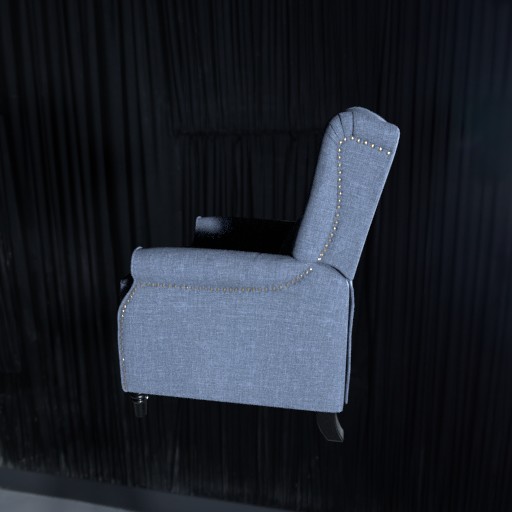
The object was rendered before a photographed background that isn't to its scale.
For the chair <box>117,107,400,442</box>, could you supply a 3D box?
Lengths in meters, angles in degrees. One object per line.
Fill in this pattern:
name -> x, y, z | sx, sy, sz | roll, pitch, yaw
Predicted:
chair -> 0.000, 0.000, 1.656 | 0.898, 1.035, 0.742 | 3, 14, 10
